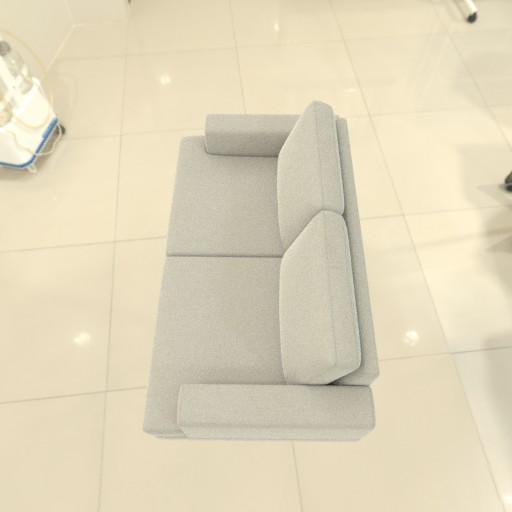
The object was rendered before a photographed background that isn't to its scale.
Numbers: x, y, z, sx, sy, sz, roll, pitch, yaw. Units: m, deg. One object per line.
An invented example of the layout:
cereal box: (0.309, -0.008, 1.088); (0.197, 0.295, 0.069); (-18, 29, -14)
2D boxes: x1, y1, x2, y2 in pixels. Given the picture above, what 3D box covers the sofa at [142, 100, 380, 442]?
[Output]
sofa: (0.000, 0.000, 2.182); (0.920, 0.810, 1.650); (1, 60, 0)
